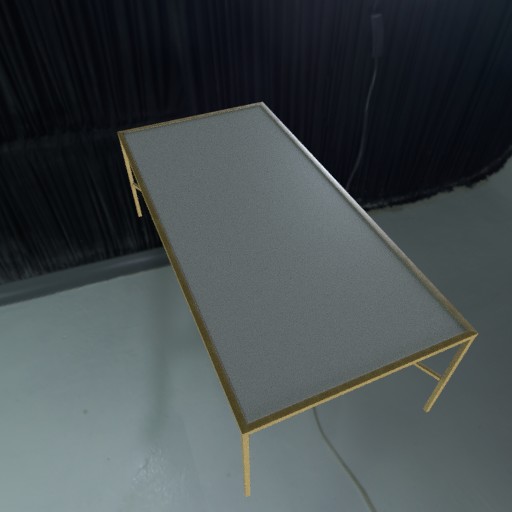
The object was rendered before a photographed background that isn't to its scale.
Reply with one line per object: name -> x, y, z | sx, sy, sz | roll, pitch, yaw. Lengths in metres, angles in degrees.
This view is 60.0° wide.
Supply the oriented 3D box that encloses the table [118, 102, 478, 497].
table -> 0.000, 0.000, 1.456 | 0.580, 0.398, 1.206 | -17, 48, -16
